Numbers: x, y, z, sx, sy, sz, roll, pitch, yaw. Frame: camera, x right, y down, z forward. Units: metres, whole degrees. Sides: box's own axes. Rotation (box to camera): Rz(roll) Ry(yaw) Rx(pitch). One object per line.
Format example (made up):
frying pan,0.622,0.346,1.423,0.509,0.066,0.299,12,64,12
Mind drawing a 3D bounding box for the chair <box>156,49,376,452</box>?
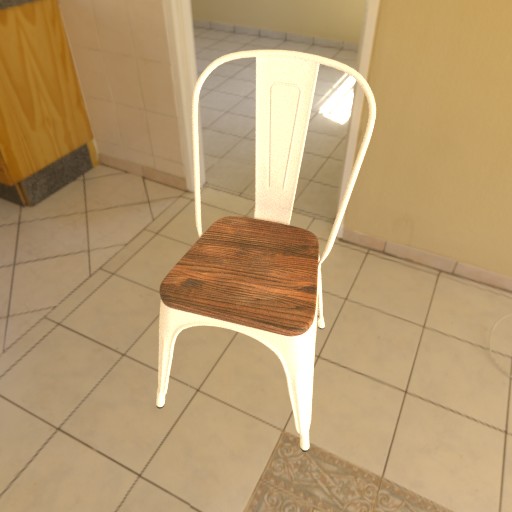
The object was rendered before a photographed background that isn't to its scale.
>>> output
chair,0.000,0.000,1.136,0.452,0.851,0.521,12,43,13
